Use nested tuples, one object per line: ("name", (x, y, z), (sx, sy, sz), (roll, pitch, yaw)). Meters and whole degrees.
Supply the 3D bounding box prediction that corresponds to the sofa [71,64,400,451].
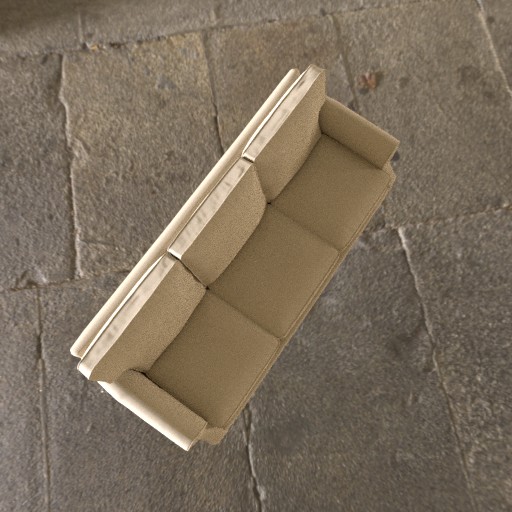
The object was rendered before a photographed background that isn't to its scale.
("sofa", (0.000, 0.000, 2.857), (0.966, 0.948, 2.354), (34, 78, 8))
